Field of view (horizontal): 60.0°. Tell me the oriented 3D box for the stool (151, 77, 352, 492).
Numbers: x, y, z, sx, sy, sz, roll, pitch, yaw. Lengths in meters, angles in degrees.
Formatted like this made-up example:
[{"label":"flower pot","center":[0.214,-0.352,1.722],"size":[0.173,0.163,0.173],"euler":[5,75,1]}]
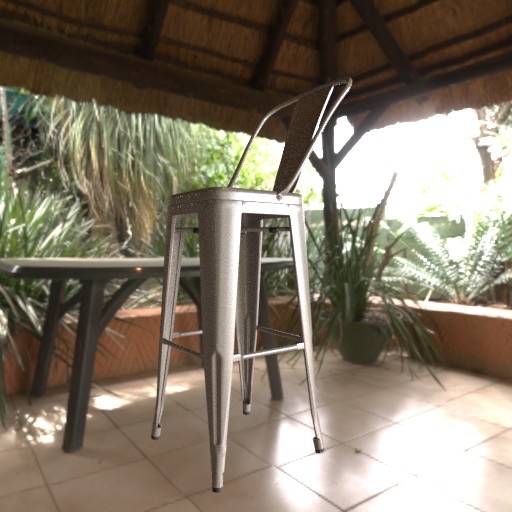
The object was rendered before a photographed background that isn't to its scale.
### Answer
[{"label":"stool","center":[0.000,0.000,1.315],"size":[0.513,1.096,0.399],"euler":[-1,2,-36]}]
